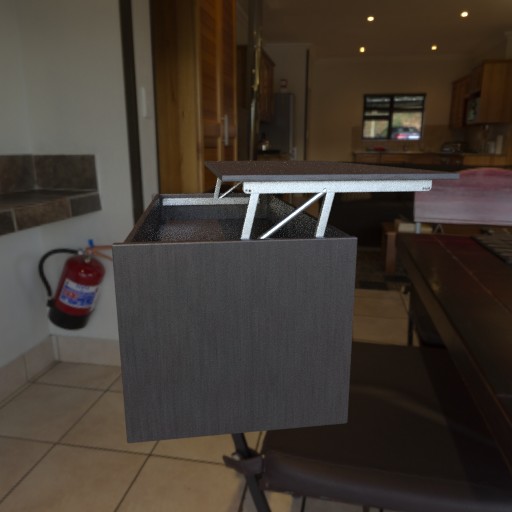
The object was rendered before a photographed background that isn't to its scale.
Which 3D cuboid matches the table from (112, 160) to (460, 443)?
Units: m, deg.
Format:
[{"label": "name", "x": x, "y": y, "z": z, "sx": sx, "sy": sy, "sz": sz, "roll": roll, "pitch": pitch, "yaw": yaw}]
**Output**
[{"label": "table", "x": 0.000, "y": 0.000, "z": 1.421, "sx": 0.712, "sy": 0.570, "sz": 1.000, "roll": -2, "pitch": 14, "yaw": -8}]
